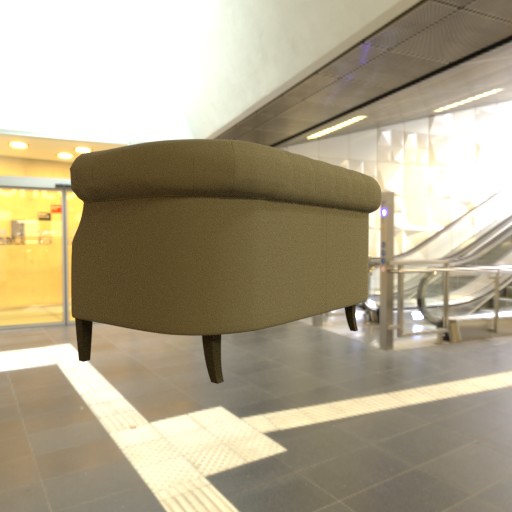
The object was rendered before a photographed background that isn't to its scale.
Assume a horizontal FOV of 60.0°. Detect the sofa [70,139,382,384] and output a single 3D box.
[{"bbox_3d":[0.000,0.000,2.097,0.835,0.827,1.558,2,2,37],"label":"sofa"}]
